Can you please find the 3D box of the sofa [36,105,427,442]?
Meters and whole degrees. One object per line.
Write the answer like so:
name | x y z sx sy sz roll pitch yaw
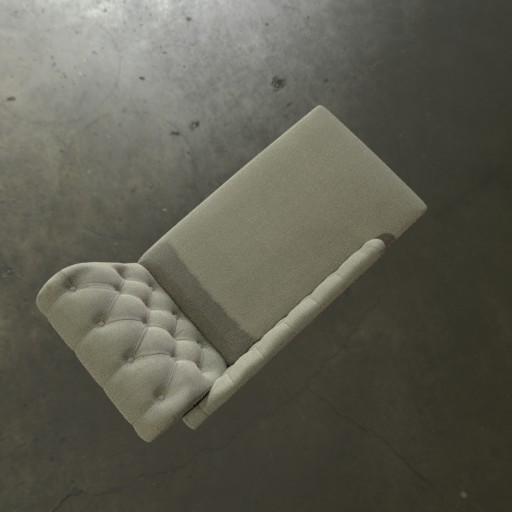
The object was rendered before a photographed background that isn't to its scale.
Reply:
sofa | 0.000 0.000 1.798 1.379 0.787 0.675 -41 80 -9
